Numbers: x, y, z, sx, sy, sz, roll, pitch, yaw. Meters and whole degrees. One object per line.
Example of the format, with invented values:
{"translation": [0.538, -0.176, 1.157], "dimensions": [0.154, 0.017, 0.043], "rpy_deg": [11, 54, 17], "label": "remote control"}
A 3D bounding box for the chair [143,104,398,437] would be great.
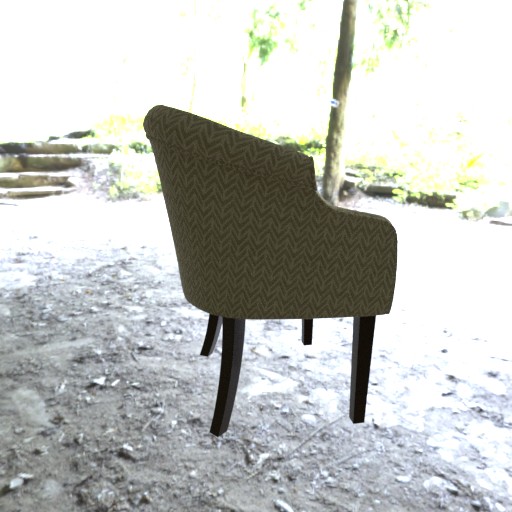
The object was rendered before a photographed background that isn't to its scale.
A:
{"translation": [0.000, 0.000, 1.336], "dimensions": [0.613, 0.858, 0.686], "rpy_deg": [-3, 15, -10], "label": "chair"}
